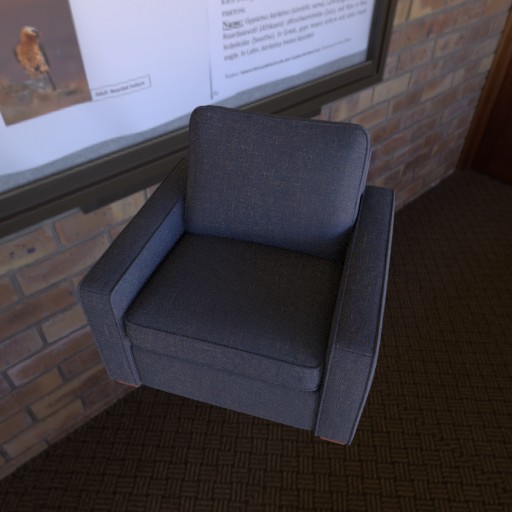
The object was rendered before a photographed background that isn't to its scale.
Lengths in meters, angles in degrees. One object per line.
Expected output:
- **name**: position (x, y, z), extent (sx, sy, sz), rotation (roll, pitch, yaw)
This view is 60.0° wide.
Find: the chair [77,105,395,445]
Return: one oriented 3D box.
- **chair**: position (0.000, 0.000, 1.759), extent (1.017, 0.919, 0.940), rotation (11, 43, 12)
